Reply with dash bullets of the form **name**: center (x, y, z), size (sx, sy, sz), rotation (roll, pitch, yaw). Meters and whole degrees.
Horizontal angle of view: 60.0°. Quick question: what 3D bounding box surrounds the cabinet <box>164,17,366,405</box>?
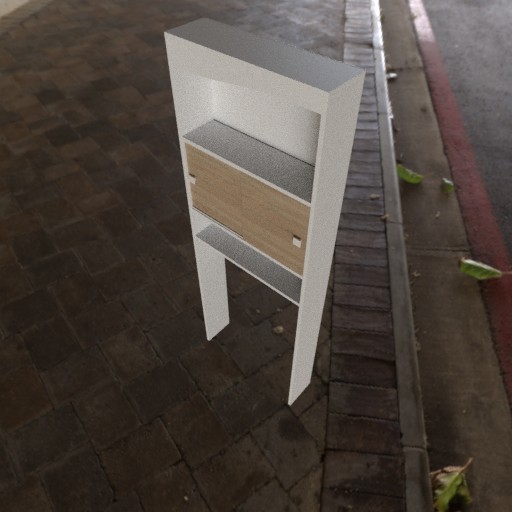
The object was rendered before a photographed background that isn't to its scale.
- **cabinet**: center (0.000, 0.000, 1.960), size (0.643, 1.770, 0.192), rotation (32, 54, 27)
